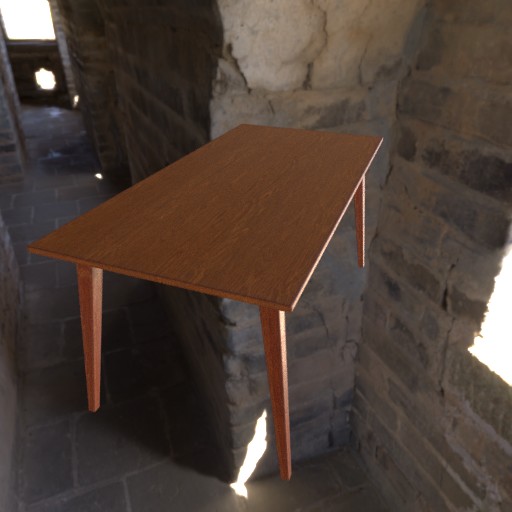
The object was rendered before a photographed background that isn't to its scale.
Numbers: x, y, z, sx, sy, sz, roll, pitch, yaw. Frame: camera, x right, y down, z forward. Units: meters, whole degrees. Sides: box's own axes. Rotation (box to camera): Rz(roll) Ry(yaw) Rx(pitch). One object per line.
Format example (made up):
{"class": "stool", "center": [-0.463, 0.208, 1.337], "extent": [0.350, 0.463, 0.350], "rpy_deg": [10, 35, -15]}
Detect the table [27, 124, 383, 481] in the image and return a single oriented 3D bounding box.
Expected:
{"class": "table", "center": [0.000, 0.000, 1.999], "extent": [0.811, 0.755, 1.609], "rpy_deg": [11, 32, 18]}
